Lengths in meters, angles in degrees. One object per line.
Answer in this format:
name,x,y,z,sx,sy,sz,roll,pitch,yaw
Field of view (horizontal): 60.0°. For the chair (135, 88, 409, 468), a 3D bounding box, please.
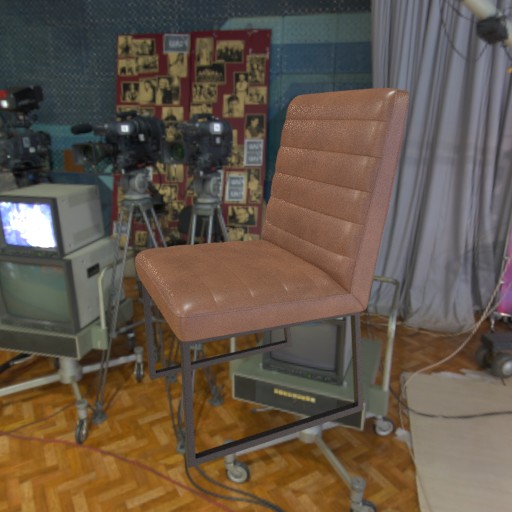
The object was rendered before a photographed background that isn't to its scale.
chair,0.000,0.000,1.318,0.634,0.930,0.520,-8,19,-24
